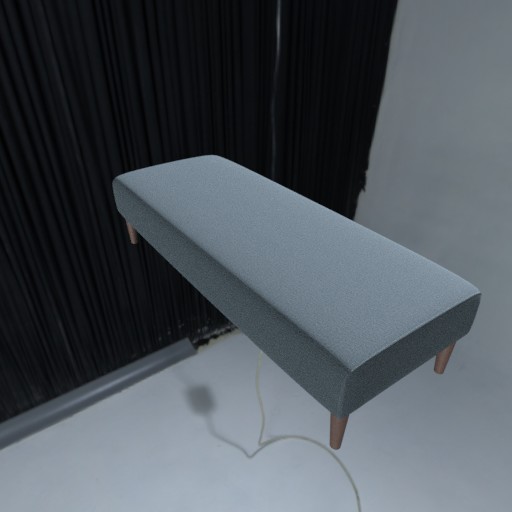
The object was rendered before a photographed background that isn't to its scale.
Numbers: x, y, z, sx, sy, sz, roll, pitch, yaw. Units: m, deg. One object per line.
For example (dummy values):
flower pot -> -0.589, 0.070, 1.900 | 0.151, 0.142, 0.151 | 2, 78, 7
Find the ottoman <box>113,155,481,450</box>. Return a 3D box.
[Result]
ottoman -> 0.000, 0.000, 1.869 | 0.646, 0.393, 1.609 | -21, 37, -30
